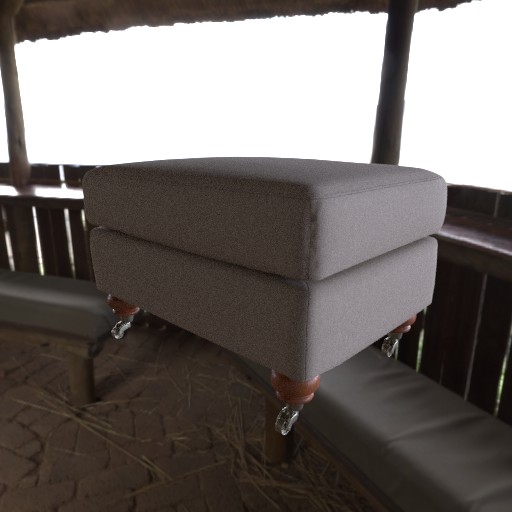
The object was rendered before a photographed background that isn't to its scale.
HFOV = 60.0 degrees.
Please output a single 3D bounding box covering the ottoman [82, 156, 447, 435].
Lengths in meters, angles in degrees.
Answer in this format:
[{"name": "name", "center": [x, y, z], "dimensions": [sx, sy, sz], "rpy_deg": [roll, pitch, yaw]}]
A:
[{"name": "ottoman", "center": [0.000, 0.000, 1.154], "dimensions": [0.773, 0.497, 0.574], "rpy_deg": [14, 21, 41]}]
